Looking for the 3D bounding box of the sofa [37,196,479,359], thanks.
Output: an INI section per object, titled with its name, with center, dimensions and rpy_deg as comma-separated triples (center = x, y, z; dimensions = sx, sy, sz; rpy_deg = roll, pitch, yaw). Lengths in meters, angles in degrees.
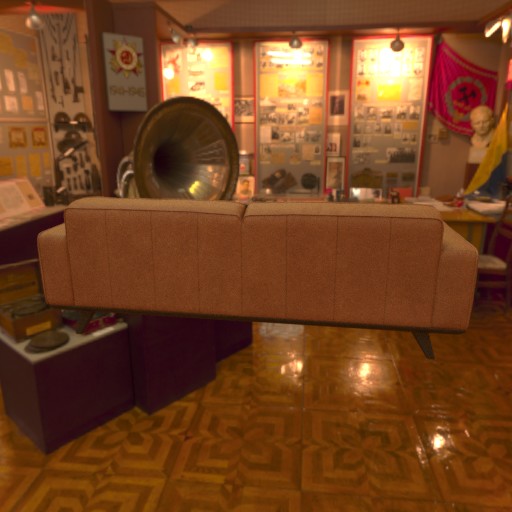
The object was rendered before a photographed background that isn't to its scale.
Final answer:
[sofa]
center = 0.000, 0.000, 2.682
dimensions = 2.270, 0.780, 0.953
rpy_deg = 2, 16, 8
